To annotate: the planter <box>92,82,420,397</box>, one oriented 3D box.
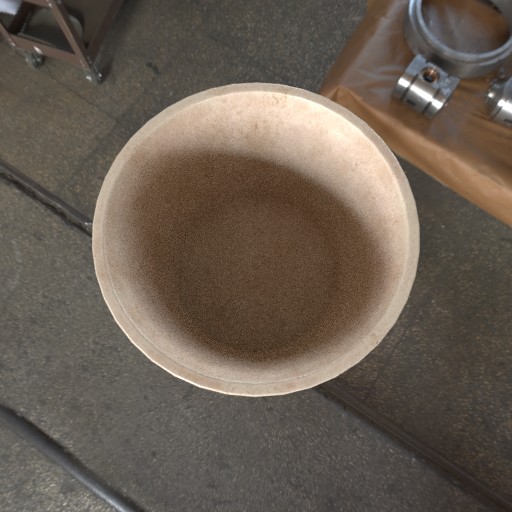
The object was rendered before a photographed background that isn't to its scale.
[{"bbox_3d":[0.000,0.000,0.283,0.164,0.127,0.164,0,76,0],"label":"planter"}]
